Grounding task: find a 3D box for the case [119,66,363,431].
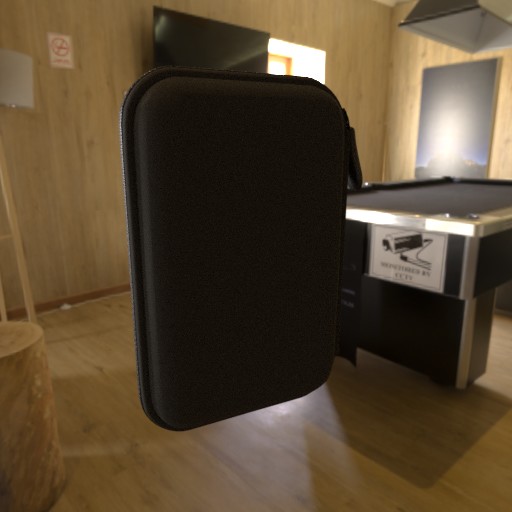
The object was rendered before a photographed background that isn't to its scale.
[{"bbox_3d":[0.000,0.000,0.191,0.107,0.147,0.030,-7,16,-26],"label":"case"}]
